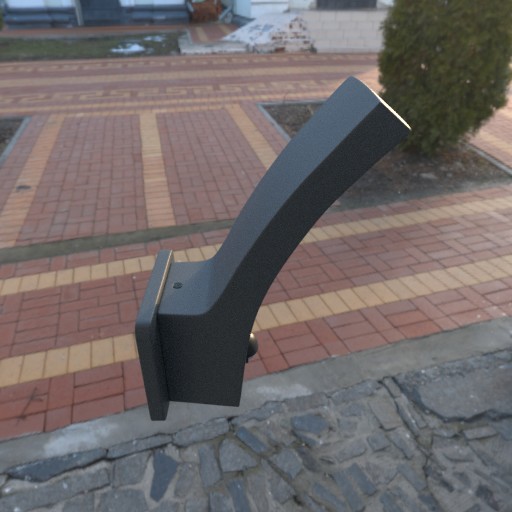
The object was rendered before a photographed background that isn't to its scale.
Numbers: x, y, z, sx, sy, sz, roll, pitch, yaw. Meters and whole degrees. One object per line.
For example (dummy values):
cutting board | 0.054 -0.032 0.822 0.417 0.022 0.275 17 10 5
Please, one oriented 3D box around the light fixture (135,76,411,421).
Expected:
light fixture | 0.000 0.000 0.330 0.174 0.243 0.108 0 31 -1
